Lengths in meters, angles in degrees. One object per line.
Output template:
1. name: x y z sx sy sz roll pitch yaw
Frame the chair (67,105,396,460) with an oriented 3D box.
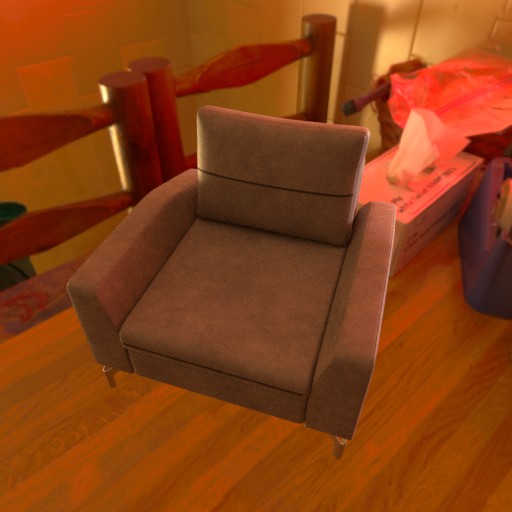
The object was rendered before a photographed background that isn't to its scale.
1. chair: 0.000 0.000 1.571 0.900 0.800 0.900 12 43 13
